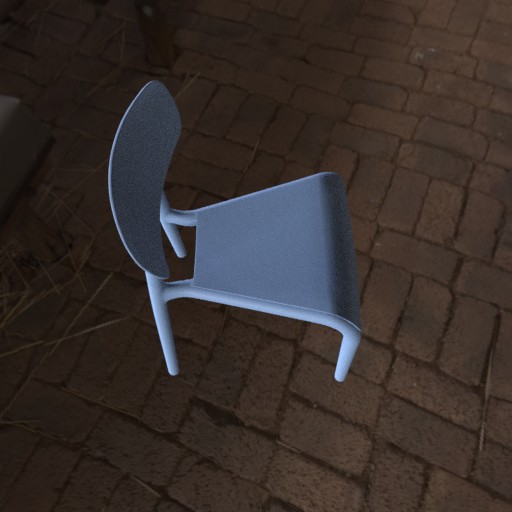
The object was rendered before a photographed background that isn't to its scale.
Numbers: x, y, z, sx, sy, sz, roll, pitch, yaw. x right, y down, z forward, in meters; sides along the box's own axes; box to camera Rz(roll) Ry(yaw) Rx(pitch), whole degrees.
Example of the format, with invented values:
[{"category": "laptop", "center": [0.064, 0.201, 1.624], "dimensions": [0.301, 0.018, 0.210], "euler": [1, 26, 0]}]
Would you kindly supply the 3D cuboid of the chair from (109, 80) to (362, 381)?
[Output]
[{"category": "chair", "center": [0.000, 0.000, 0.816], "dimensions": [0.401, 0.580, 0.356], "euler": [-1, 64, 0]}]
